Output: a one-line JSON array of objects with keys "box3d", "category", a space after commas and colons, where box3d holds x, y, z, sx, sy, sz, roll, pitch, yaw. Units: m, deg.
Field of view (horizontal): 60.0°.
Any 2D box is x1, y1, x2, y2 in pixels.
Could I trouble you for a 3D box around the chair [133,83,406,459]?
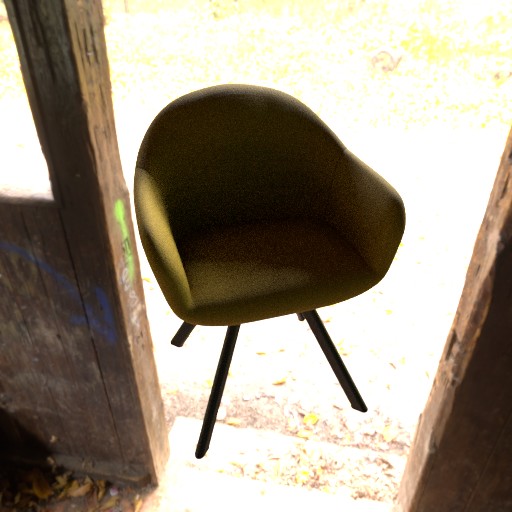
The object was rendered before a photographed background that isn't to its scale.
[{"box3d": [0.000, 0.000, 1.192, 0.590, 0.795, 0.550, -10, 33, -15], "category": "chair"}]
